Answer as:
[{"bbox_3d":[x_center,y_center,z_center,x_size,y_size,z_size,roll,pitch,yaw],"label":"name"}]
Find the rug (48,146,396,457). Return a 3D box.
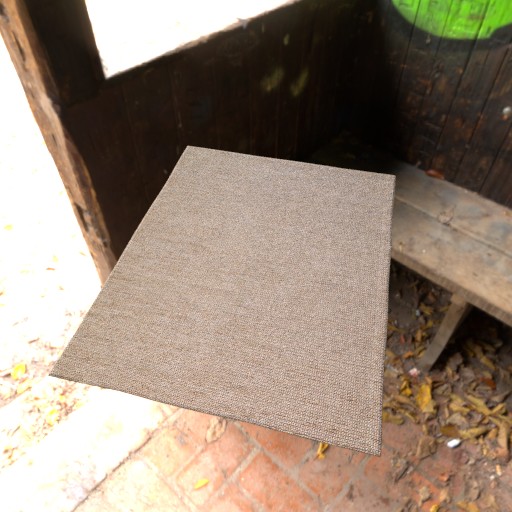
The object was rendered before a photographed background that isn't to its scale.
[{"bbox_3d":[0.000,0.000,4.053,2.406,0.012,3.034,10,48,9],"label":"rug"}]
